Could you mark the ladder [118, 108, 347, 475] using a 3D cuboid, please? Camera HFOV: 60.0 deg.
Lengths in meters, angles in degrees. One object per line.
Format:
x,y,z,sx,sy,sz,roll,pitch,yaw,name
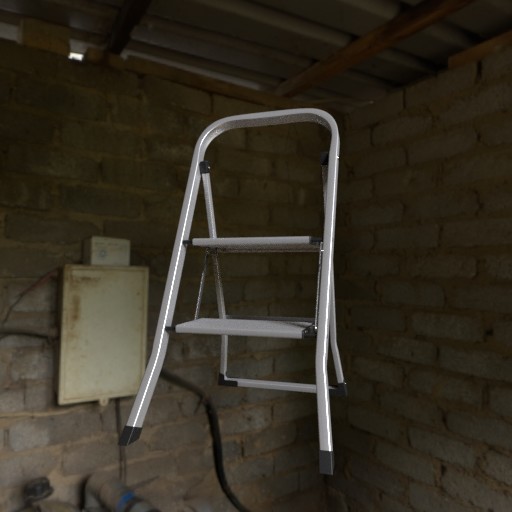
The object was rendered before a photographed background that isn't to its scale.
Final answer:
0.000,0.000,1.155,0.465,0.830,0.530,0,-1,18,ladder
